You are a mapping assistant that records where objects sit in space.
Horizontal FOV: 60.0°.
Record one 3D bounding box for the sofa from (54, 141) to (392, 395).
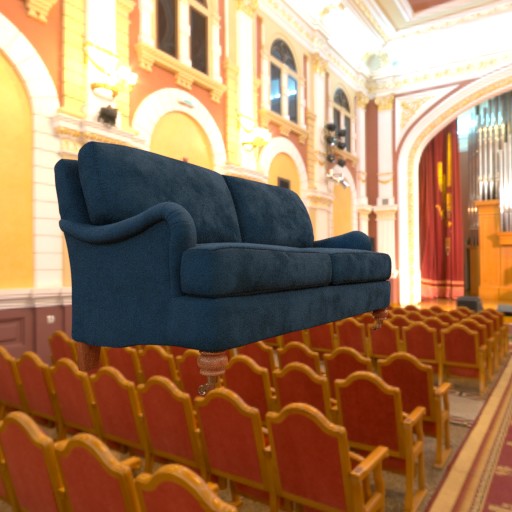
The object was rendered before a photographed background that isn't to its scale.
[{"bbox_3d":[0.000,0.000,2.751,1.084,1.101,2.141,0,-1,34],"label":"sofa"}]
